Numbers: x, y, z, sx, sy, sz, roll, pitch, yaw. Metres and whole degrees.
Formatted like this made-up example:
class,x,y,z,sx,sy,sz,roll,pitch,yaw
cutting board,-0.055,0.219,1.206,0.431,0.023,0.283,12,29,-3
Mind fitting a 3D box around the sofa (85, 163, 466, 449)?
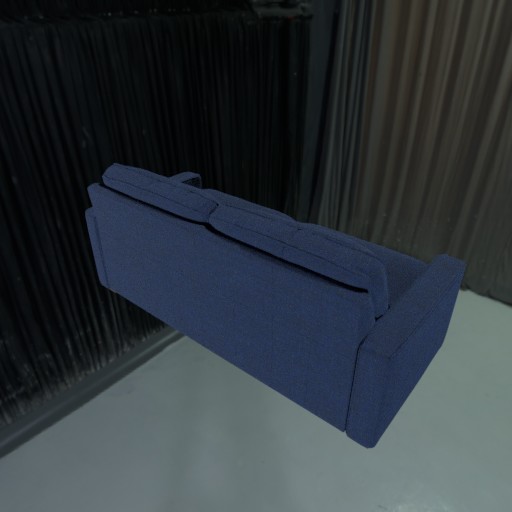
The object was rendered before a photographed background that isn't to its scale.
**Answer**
class,x,y,z,sx,sy,sz,roll,pitch,yaw
sofa,0.000,0.000,2.581,2.080,0.919,0.940,23,38,33
